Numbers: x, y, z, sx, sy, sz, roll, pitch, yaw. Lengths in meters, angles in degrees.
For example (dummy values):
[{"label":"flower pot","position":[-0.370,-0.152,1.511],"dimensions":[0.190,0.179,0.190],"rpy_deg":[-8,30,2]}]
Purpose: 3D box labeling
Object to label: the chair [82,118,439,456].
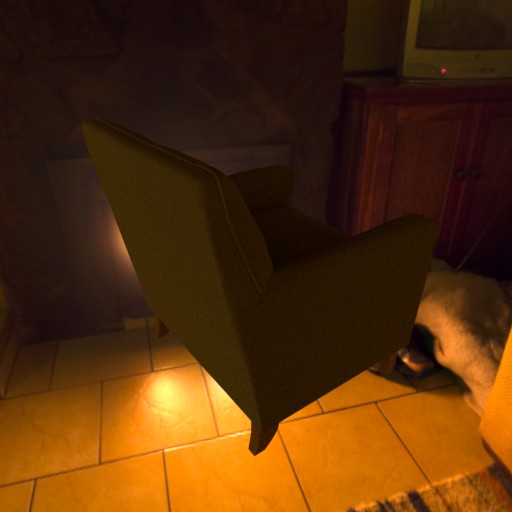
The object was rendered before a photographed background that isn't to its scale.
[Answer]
[{"label":"chair","position":[0.000,0.000,1.548],"dimensions":[0.831,0.911,0.836],"rpy_deg":[-18,32,-31]}]
